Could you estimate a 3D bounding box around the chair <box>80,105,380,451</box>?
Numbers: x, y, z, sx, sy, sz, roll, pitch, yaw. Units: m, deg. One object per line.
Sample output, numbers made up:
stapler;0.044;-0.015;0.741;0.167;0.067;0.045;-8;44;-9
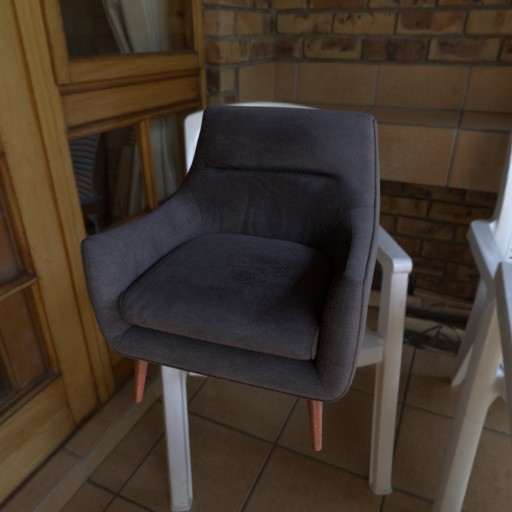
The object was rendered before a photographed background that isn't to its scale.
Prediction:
chair;0.000;0.000;1.449;0.762;0.838;0.787;8;28;16
